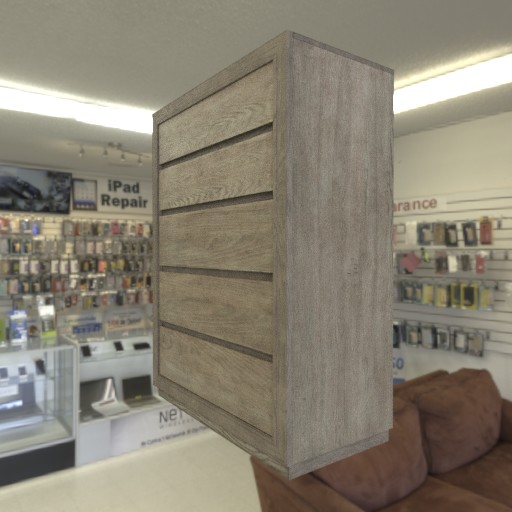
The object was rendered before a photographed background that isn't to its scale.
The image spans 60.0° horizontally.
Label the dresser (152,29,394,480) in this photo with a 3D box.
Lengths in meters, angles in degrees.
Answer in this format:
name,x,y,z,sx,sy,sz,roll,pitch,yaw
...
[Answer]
name,x,y,z,sx,sy,sz,roll,pitch,yaw
dresser,0.000,0.000,1.793,0.483,1.295,0.967,-1,1,-36
